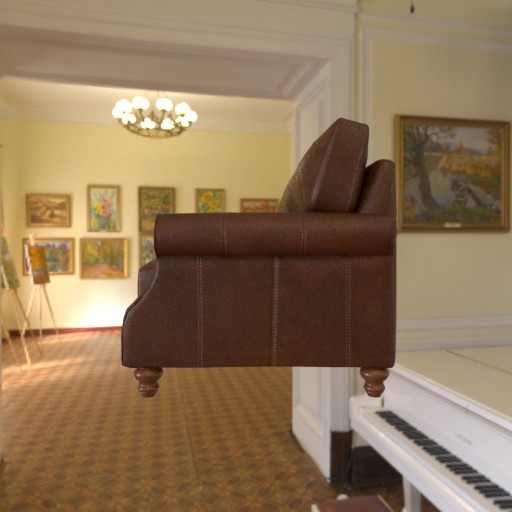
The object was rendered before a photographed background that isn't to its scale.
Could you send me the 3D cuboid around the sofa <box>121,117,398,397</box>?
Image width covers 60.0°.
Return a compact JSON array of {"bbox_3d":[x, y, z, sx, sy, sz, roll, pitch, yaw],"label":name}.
[{"bbox_3d":[0.000,0.000,2.240,0.990,0.976,1.616,0,1,0],"label":"sofa"}]
